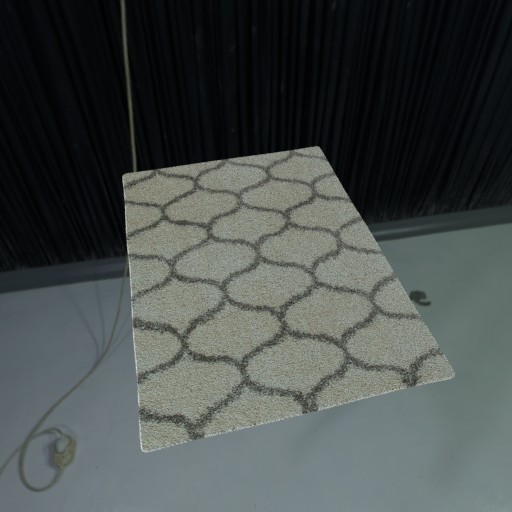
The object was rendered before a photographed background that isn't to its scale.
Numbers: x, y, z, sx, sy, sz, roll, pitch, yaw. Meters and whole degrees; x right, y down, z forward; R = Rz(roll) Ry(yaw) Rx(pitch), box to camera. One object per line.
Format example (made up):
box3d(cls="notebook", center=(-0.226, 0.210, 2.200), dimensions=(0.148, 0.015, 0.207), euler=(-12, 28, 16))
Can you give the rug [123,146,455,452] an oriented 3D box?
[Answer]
box3d(cls="rug", center=(0.000, 0.000, 2.138), dimensions=(1.200, 0.025, 1.600), euler=(-10, 48, -9))
